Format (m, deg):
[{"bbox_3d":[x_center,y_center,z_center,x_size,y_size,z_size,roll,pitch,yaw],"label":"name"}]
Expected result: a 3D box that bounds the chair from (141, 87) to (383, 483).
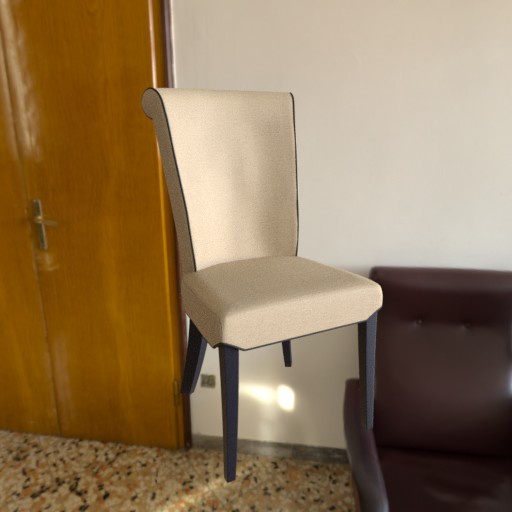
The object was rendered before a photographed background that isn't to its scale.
[{"bbox_3d":[0.000,0.000,1.371,0.522,0.997,0.623,-8,19,-26],"label":"chair"}]
